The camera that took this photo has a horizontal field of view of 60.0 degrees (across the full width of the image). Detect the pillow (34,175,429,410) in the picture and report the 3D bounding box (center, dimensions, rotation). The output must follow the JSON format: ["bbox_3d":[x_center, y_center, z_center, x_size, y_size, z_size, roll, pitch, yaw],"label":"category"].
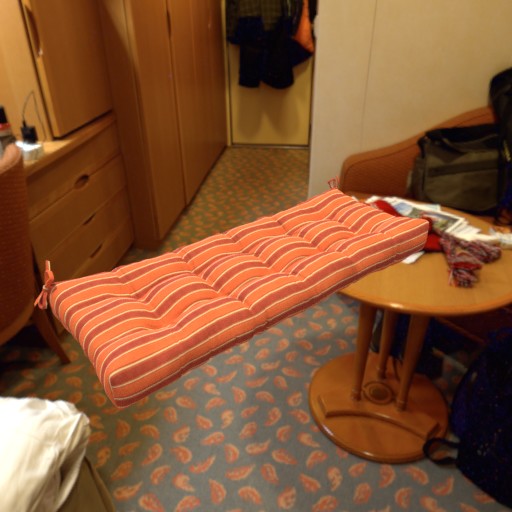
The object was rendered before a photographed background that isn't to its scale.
[{"bbox_3d":[0.000,0.000,1.355,1.194,0.174,0.511,-22,37,-33],"label":"pillow"}]
